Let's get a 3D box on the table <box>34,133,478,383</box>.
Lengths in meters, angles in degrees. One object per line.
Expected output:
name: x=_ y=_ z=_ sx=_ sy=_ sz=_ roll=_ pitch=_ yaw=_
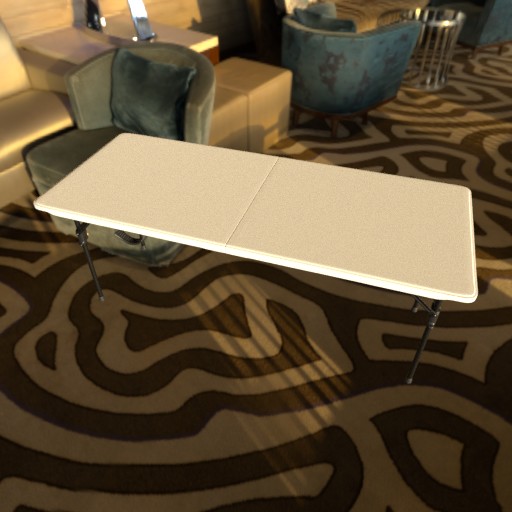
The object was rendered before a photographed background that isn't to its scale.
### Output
table: x=0.000 y=0.000 z=2.212 sx=1.829 sy=0.719 sz=0.761 roll=12 pitch=42 yaw=14
